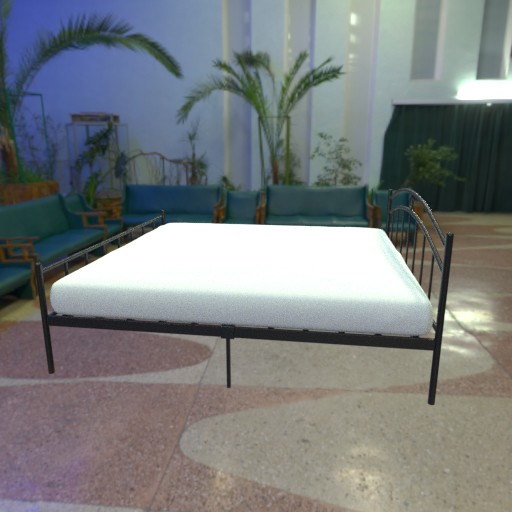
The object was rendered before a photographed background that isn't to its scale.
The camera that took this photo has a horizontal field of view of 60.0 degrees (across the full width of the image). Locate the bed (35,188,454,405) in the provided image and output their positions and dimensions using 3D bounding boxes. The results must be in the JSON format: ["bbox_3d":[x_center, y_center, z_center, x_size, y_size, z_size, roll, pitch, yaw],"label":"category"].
[{"bbox_3d":[0.000,0.000,3.076,2.040,0.940,1.880,2,15,8],"label":"bed"}]
